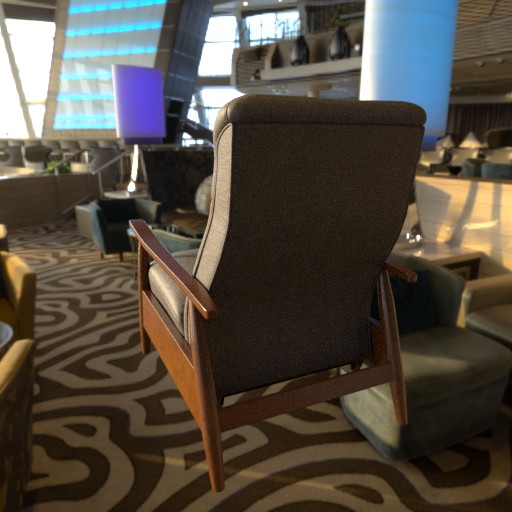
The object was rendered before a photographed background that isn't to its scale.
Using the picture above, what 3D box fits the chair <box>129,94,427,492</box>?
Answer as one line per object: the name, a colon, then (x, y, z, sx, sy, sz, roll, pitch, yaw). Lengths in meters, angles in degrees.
chair: (0.000, 0.000, 1.703, 0.762, 1.081, 1.014, -7, 16, -25)
